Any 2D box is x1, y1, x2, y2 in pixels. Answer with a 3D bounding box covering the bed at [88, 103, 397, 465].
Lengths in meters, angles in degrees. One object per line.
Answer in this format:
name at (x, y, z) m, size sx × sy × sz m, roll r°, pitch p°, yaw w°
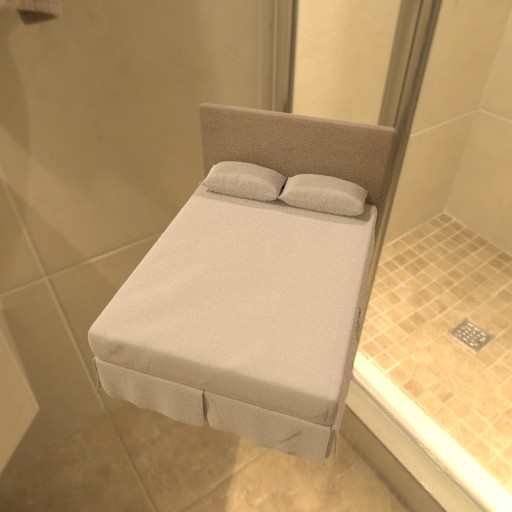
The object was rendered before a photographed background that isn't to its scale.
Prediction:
bed at (0.000, 0.000, 3.281) m, size 1.713 × 1.330 × 2.162 m, roll 12°, pitch 42°, yaw 13°
